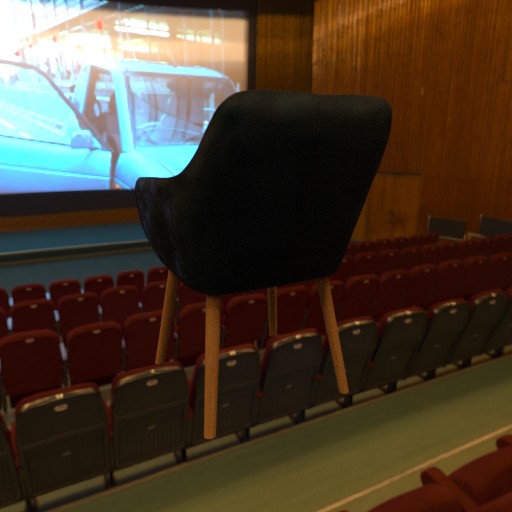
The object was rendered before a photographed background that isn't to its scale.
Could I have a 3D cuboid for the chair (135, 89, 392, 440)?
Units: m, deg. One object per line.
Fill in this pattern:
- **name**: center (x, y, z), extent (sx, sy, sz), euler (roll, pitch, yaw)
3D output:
- **chair**: center (0.000, 0.000, 1.246), extent (0.578, 0.826, 0.573), euler (-8, 17, -27)
